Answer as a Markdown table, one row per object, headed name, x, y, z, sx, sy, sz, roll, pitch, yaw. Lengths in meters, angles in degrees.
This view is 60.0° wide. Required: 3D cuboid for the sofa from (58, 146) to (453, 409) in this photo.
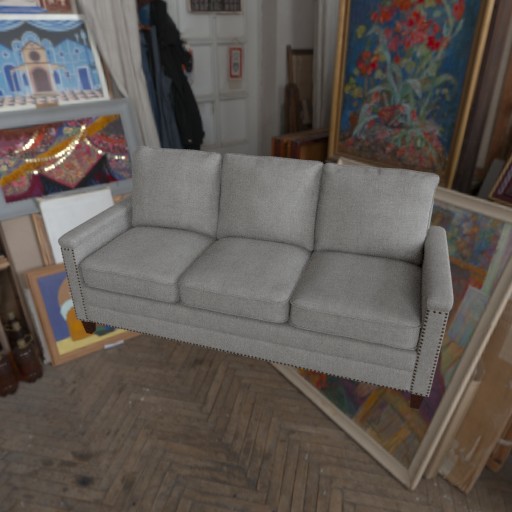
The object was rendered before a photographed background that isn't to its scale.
| name | x | y | z | sx | sy | sz | roll | pitch | yaw |
| --- | --- | --- | --- | --- | --- | --- | --- | --- | --- |
| sofa | 0.000 | 0.000 | 2.425 | 1.925 | 0.959 | 0.828 | 9 | 29 | 16 |
